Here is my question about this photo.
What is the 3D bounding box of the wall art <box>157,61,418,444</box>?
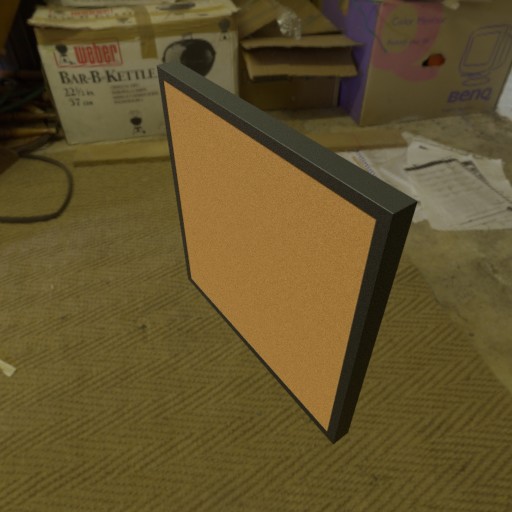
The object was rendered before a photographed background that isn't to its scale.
[{"bbox_3d":[0.000,0.000,0.765,0.037,0.506,0.506,-27,49,-26],"label":"wall art"}]
